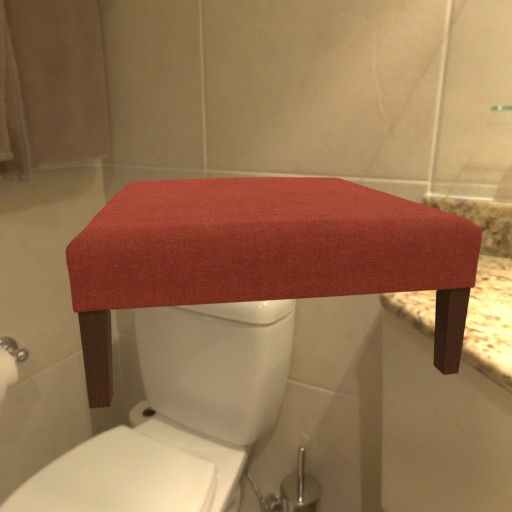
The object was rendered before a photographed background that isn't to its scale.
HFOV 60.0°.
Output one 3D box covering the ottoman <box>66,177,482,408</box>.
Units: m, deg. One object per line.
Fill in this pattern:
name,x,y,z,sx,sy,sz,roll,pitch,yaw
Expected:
ottoman,0.000,0.000,1.378,0.890,0.411,0.889,-3,16,-9
